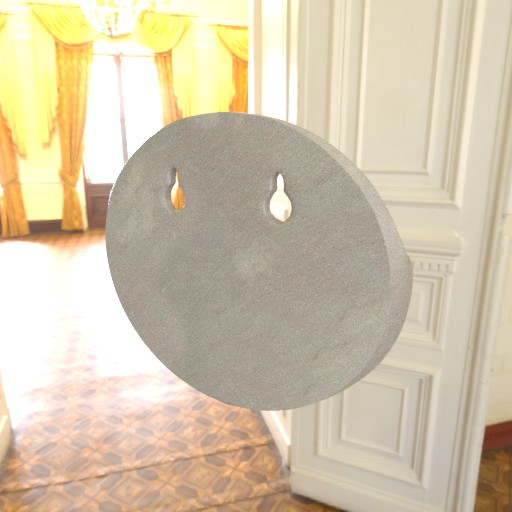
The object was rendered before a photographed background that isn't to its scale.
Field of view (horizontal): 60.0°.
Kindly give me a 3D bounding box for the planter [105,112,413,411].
[{"bbox_3d":[0.000,0.000,0.269,0.190,0.164,0.073,8,17,28],"label":"planter"}]
